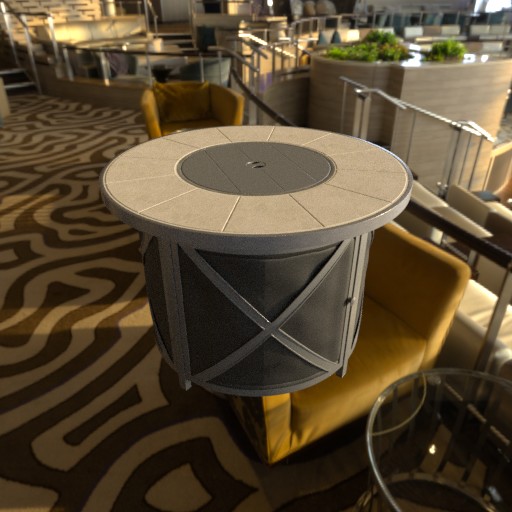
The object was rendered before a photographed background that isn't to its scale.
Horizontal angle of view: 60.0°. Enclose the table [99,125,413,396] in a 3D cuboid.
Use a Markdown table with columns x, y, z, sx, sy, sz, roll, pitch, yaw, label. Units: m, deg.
| x | y | z | sx | sy | sz | roll | pitch | yaw | label |
| --- | --- | --- | --- | --- | --- | --- | --- | --- | --- |
| 0.000 | 0.000 | 1.516 | 0.914 | 0.650 | 0.914 | 0 | 31 | 0 | table |
